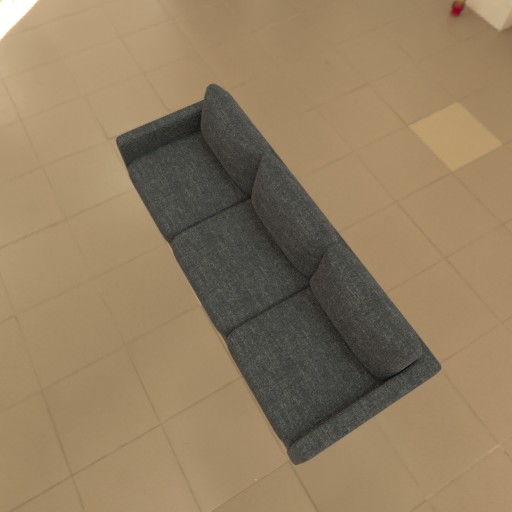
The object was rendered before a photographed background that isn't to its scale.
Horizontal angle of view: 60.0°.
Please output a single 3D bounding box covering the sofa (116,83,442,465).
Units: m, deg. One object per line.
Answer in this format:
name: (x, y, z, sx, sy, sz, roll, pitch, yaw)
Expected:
sofa: (0.000, 0.000, 2.716, 0.859, 0.874, 2.218, -28, 67, -13)
